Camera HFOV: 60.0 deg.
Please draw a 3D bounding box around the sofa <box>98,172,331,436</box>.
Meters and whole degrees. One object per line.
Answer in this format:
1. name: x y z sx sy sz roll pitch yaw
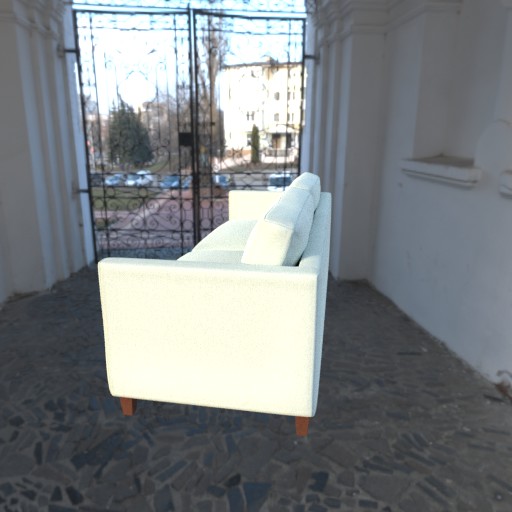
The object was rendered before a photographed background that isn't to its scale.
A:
1. sofa: 0.000 0.000 2.960 0.948 0.965 2.434 3 16 10
